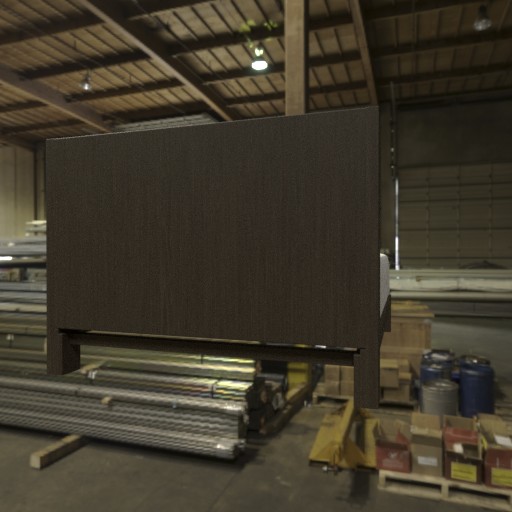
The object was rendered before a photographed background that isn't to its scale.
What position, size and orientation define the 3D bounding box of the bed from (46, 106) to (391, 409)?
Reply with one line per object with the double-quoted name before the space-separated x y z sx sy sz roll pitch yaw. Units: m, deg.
"bed" 0.000 0.000 3.057 1.735 1.261 1.992 0 0 18
